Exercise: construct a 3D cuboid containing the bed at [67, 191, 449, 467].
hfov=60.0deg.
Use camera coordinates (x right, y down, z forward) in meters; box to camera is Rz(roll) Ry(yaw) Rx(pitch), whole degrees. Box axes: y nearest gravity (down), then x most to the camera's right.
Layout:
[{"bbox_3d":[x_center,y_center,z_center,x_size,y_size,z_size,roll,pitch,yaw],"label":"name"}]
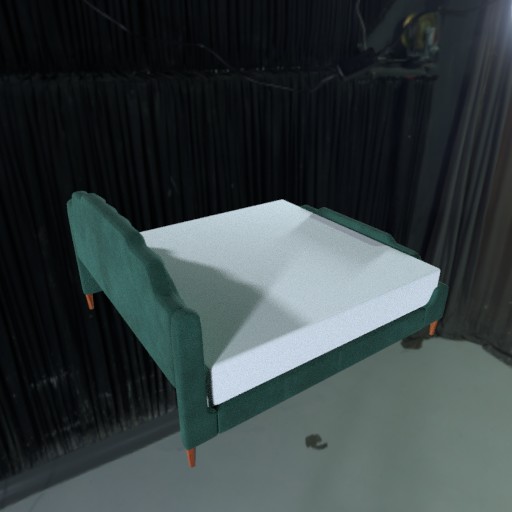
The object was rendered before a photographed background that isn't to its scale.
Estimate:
[{"bbox_3d":[0.000,0.000,3.592,2.340,1.245,2.074,-17,31,-30],"label":"bed"}]
